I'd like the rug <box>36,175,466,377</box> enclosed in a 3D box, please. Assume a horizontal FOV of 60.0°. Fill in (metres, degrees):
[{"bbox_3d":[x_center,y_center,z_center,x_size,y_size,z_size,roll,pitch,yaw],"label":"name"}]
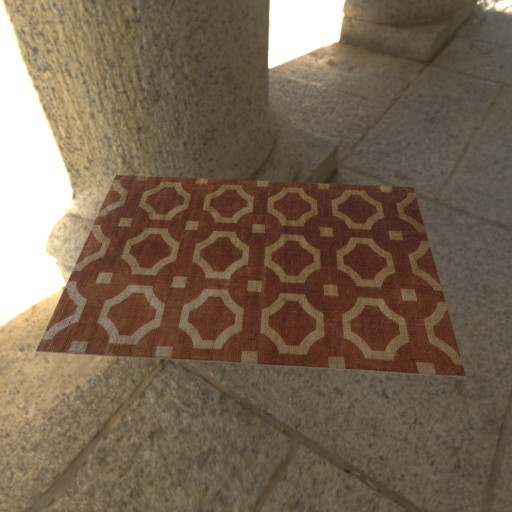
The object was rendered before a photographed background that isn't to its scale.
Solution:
[{"bbox_3d":[0.000,0.000,2.865,2.286,0.016,1.555,3,48,3],"label":"rug"}]
